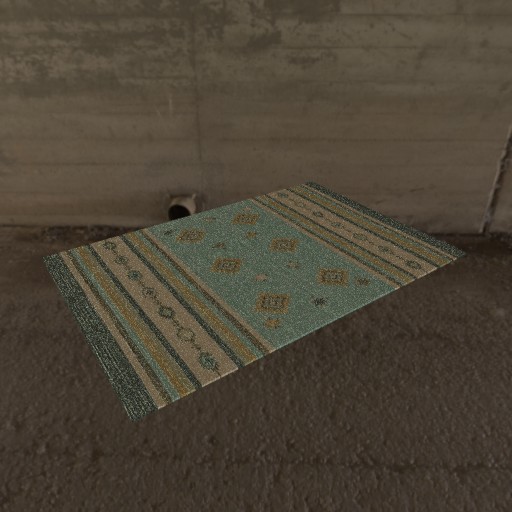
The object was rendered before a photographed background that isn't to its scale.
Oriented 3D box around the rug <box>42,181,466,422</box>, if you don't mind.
[{"bbox_3d":[0.000,0.000,2.275,1.811,0.010,1.212,-20,36,-29],"label":"rug"}]
